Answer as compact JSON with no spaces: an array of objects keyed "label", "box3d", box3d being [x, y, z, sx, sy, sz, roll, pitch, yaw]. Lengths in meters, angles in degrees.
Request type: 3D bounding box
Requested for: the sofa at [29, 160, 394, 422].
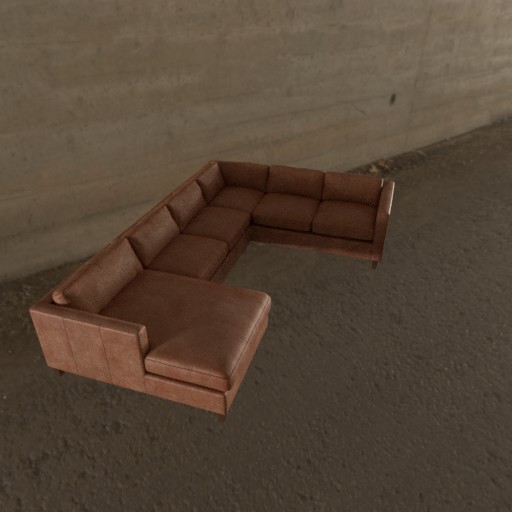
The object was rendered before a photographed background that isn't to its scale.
[{"label":"sofa","box3d":[0.000,0.000,4.465,2.430,0.832,3.401,10,33,15]}]
